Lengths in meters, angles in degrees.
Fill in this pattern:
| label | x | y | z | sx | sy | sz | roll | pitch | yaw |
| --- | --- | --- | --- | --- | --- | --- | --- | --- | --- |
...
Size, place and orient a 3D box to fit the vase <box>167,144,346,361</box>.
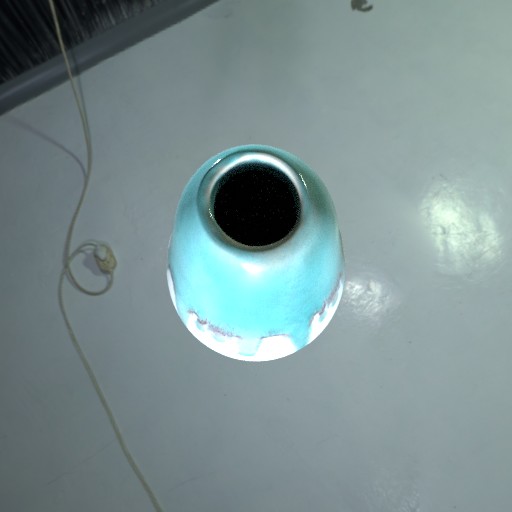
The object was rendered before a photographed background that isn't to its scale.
| label | x | y | z | sx | sy | sz | roll | pitch | yaw |
| --- | --- | --- | --- | --- | --- | --- | --- | --- | --- |
| vase | 0.000 | 0.000 | 0.257 | 0.116 | 0.179 | 0.116 | 0 | 75 | 0 |
